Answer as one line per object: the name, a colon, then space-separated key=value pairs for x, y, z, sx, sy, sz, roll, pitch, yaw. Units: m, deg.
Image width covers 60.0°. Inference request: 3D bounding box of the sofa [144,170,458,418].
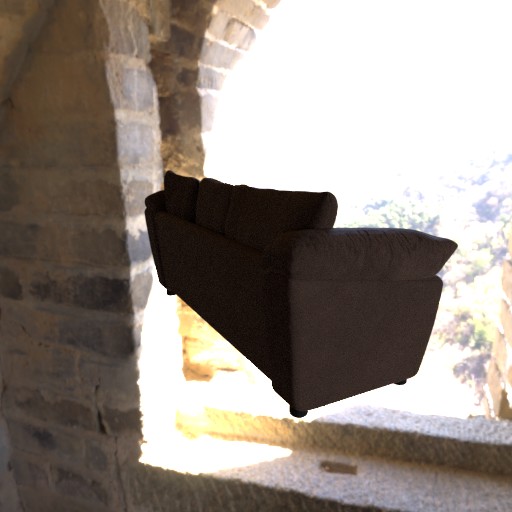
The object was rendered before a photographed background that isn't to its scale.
sofa: x=0.000 y=0.000 z=2.860 sx=0.878 sy=1.015 sz=2.336 roll=-7 pitch=15 yaw=-27
